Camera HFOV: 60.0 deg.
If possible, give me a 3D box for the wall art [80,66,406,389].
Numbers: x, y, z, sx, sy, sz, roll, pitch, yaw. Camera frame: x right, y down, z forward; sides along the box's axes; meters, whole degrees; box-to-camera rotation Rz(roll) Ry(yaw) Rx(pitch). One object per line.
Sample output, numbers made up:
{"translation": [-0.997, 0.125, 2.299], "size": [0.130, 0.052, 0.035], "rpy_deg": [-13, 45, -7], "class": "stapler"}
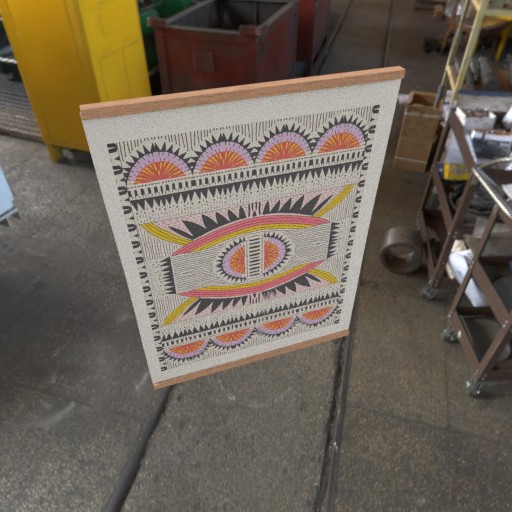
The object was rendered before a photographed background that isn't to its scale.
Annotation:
{"translation": [0.000, 0.000, 1.331], "size": [0.765, 1.016, 0.028], "rpy_deg": [-12, 43, -14], "class": "wall art"}
